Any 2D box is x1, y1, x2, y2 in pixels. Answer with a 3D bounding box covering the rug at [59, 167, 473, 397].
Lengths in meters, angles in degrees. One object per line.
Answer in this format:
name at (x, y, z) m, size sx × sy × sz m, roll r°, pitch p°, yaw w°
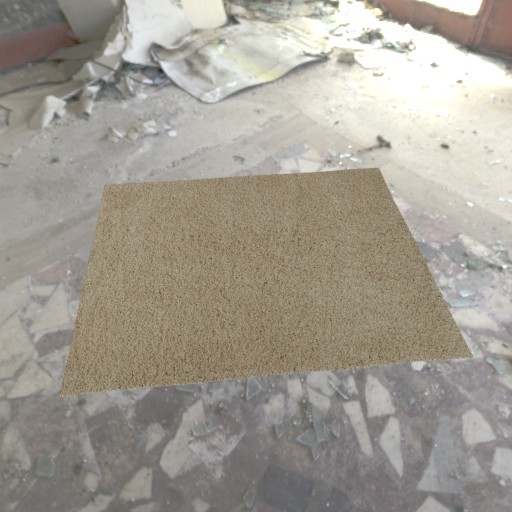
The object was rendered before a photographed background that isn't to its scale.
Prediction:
rug at (0.000, 0.000, 4.011) m, size 3.000 × 0.025 × 2.400 m, roll -4°, pitch 47°, yaw -4°
